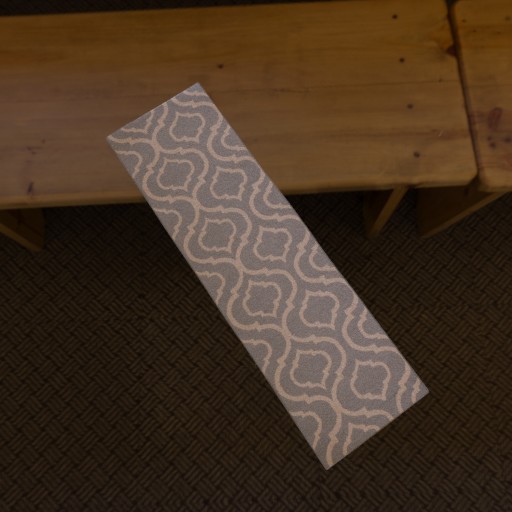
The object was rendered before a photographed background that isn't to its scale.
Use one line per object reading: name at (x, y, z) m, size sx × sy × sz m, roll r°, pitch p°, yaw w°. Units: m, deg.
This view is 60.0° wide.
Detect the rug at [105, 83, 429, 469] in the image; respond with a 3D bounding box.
rug at (0.000, 0.000, 2.534) m, size 0.684 × 0.009 × 2.275 m, roll -34°, pitch 79°, yaw -8°
